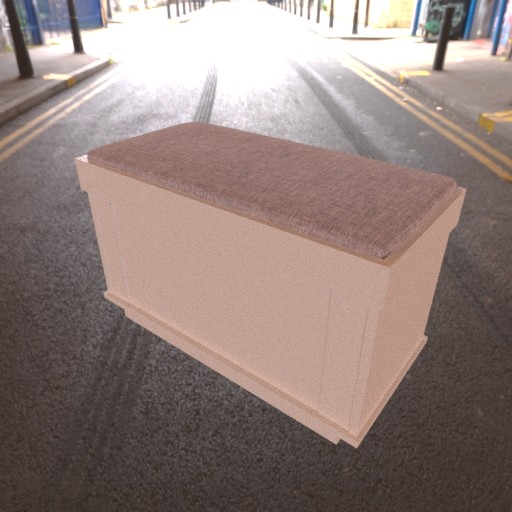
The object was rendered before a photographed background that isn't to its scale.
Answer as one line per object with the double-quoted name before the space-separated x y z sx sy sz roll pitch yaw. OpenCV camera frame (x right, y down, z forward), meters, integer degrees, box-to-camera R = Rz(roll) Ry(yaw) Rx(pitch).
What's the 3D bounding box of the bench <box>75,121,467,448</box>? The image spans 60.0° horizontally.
"bench" 0.000 0.000 1.011 0.734 0.461 0.362 22 37 32
